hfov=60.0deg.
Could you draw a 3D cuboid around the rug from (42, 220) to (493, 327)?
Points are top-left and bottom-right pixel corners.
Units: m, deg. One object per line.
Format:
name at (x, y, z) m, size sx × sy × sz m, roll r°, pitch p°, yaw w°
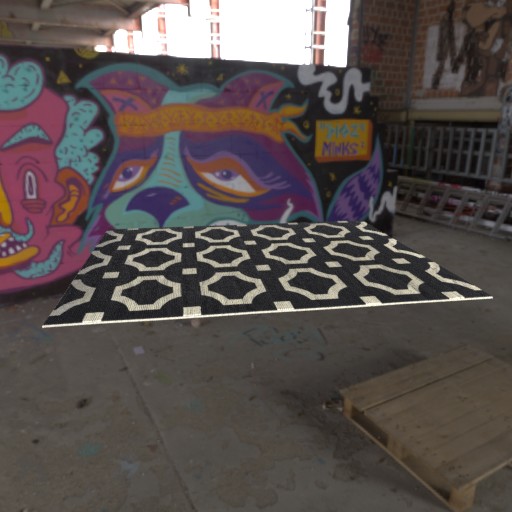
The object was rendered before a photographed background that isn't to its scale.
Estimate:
rug at (0.000, 0.000, 4.109) m, size 3.049 × 0.021 × 2.466 m, roll -3°, pitch 18°, yaw -8°
